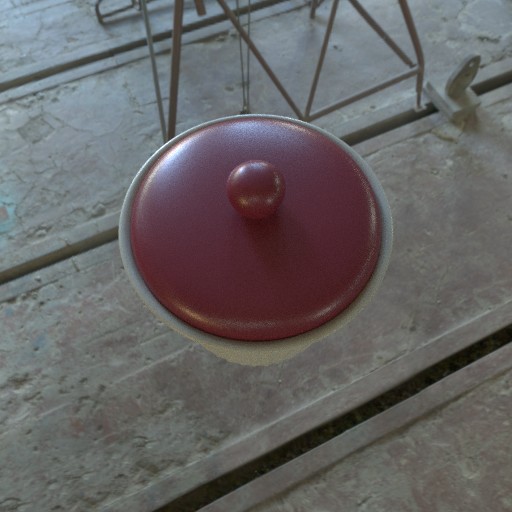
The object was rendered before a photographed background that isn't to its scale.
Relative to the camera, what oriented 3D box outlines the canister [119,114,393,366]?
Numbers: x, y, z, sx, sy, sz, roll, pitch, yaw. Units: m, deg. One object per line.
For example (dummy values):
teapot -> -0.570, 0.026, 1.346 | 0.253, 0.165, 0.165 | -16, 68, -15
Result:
canister -> 0.000, 0.000, 0.346 | 0.181, 0.211, 0.181 | 0, 64, 0
